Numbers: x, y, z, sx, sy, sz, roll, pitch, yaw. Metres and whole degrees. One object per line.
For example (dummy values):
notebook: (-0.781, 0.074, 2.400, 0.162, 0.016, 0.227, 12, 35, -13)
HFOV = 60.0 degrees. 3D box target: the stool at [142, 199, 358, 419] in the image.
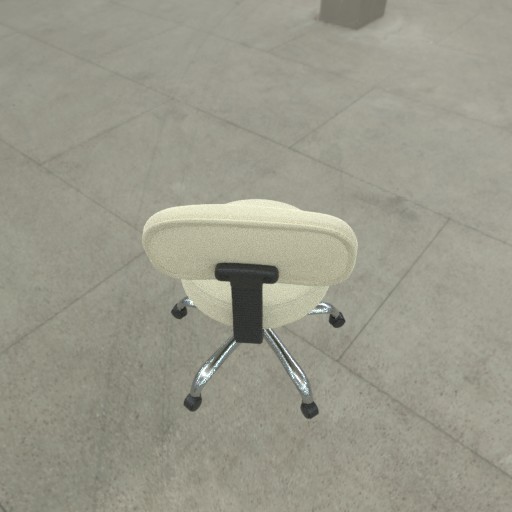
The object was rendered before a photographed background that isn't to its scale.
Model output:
stool: (0.000, 0.000, 1.221, 0.609, 0.810, 0.616, 3, 46, 3)
